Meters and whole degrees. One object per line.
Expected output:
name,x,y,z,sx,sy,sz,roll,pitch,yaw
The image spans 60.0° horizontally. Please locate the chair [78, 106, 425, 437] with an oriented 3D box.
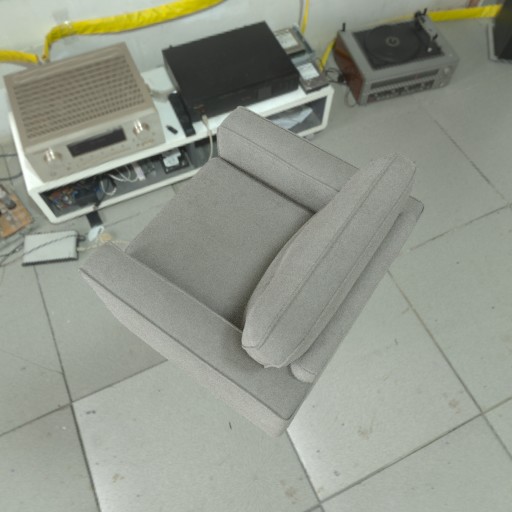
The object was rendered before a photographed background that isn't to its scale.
chair,0.000,0.000,1.813,0.939,0.965,1.015,32,68,15
